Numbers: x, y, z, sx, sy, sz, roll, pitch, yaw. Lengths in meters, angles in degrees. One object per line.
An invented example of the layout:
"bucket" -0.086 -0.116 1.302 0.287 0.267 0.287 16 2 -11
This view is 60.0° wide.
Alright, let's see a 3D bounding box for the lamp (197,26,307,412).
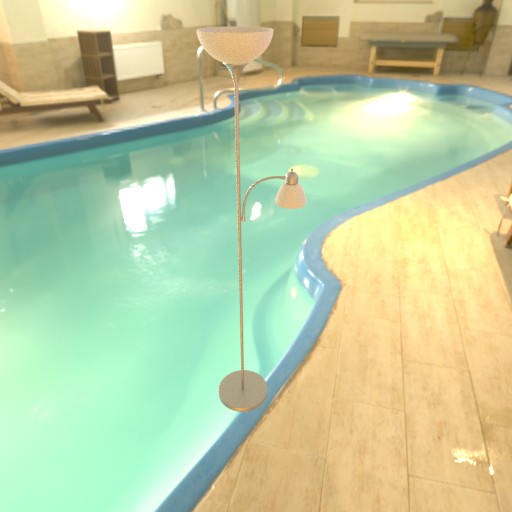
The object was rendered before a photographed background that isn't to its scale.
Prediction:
"lamp" 0.000 0.000 1.982 0.425 1.804 0.279 11 33 17
